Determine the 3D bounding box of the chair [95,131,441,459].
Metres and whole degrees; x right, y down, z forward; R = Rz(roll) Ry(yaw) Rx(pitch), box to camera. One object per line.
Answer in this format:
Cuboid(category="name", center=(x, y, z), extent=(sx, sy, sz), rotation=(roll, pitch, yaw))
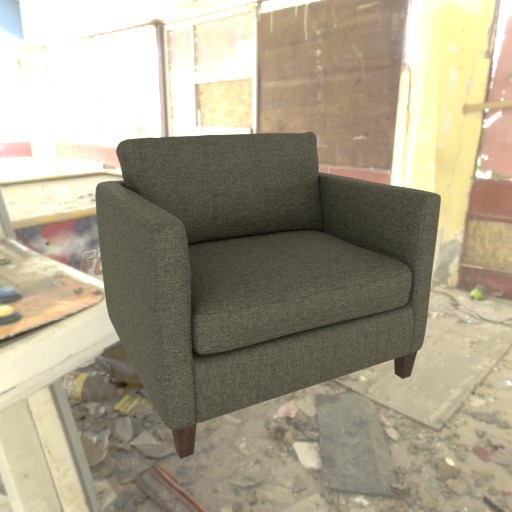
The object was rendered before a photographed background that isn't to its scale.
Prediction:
Cuboid(category="chair", center=(0.000, 0.000, 1.828), extent=(1.107, 0.963, 0.959), rotation=(-9, 19, -27))
